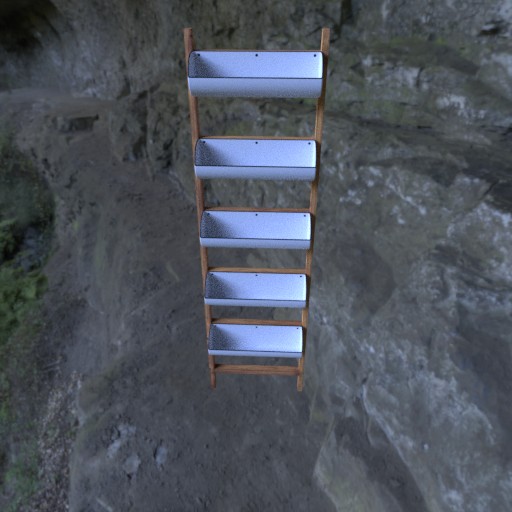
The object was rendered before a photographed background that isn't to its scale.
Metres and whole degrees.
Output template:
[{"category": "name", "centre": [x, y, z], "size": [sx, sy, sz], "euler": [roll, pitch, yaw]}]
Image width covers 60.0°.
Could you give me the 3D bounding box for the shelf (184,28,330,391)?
[{"category": "shelf", "centre": [0.000, 0.000, 1.756], "size": [0.454, 1.600, 0.141], "euler": [1, 32, 2]}]
